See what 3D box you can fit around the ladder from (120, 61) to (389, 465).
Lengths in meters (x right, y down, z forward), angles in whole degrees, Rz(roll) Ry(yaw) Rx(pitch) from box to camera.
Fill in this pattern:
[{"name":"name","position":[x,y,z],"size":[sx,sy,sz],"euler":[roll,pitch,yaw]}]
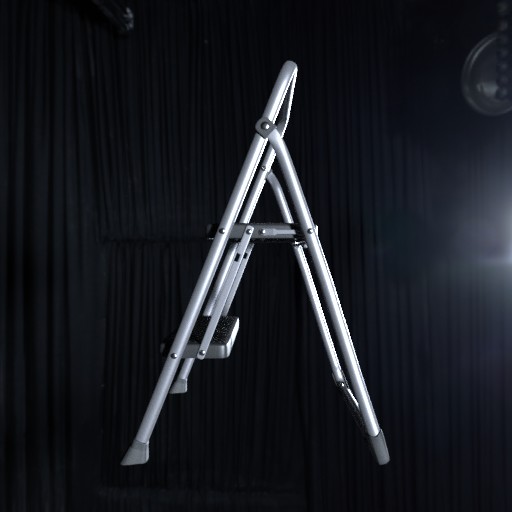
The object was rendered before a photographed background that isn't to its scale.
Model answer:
[{"name":"ladder","position":[0.000,0.000,0.973],"size":[0.472,0.720,0.430],"euler":[0,0,1]}]
